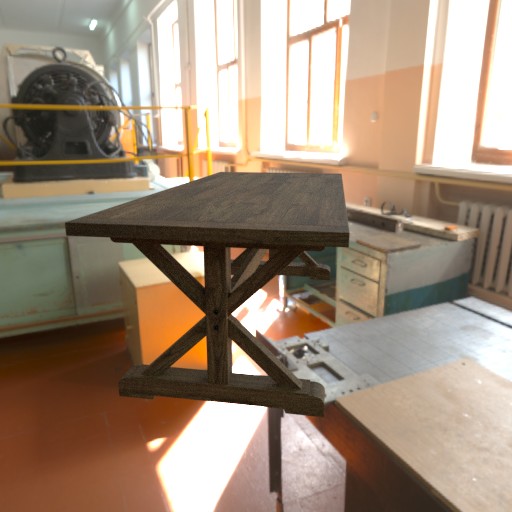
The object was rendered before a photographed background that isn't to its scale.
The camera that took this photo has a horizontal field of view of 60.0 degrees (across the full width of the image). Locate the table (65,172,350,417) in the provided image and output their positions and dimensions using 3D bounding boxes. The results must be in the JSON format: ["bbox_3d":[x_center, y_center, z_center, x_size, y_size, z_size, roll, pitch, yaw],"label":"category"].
[{"bbox_3d":[0.000,0.000,2.424,0.907,0.733,2.031,3,16,10],"label":"table"}]
